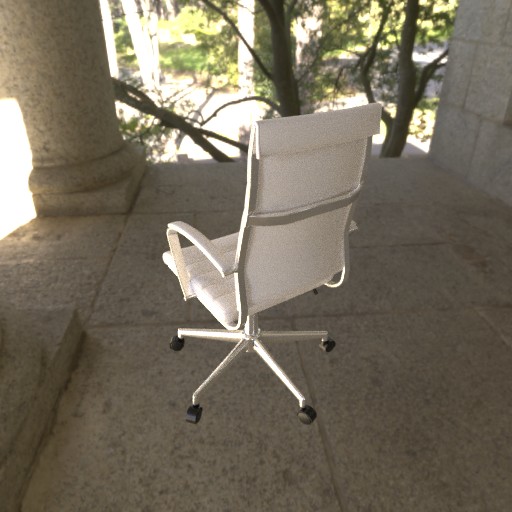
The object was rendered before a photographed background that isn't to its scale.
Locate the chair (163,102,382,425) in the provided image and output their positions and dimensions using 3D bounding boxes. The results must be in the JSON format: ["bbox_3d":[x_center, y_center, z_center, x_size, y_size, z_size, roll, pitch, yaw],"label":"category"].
[{"bbox_3d":[0.000,0.000,1.663,0.766,1.149,0.739,-19,34,-30],"label":"chair"}]
